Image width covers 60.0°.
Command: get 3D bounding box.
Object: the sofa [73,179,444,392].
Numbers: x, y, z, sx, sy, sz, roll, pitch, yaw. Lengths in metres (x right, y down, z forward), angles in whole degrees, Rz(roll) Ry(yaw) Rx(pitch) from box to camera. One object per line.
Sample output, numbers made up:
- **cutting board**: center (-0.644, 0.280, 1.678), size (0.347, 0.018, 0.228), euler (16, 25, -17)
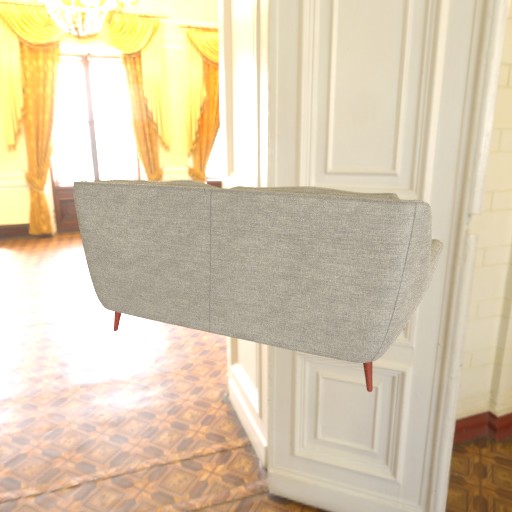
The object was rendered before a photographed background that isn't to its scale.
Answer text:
- **sofa**: center (0.000, 0.000, 2.534), size (1.930, 0.897, 0.976), euler (7, 17, 25)
